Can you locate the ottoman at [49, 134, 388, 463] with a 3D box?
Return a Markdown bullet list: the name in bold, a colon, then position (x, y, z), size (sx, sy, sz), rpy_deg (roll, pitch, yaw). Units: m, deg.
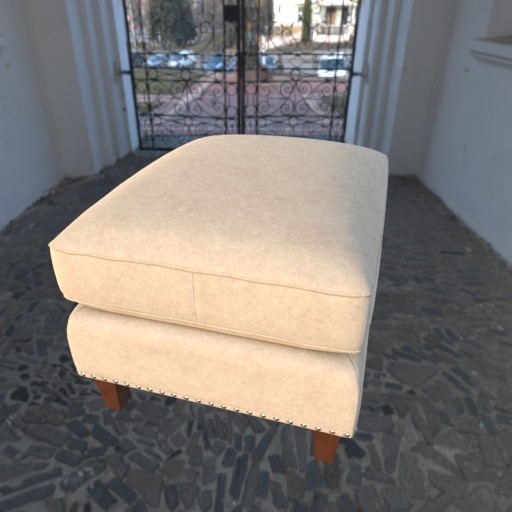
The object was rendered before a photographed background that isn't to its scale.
- **ottoman**: position (0.000, 0.000, 1.104), size (0.584, 0.513, 0.741), rpy_deg (8, 30, 14)
